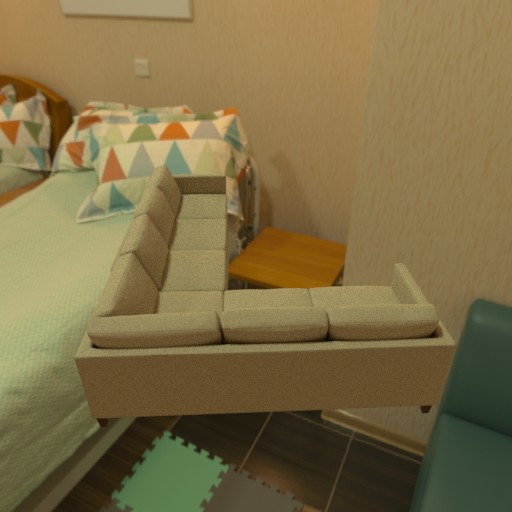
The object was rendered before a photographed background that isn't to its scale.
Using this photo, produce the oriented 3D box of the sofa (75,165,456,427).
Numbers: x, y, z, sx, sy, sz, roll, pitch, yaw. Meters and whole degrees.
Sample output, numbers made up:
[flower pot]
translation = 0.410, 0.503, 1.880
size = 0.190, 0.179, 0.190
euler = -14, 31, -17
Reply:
[sofa]
translation = 0.000, 0.000, 4.256
size = 2.432, 0.863, 3.182
euler = -1, 31, -2
